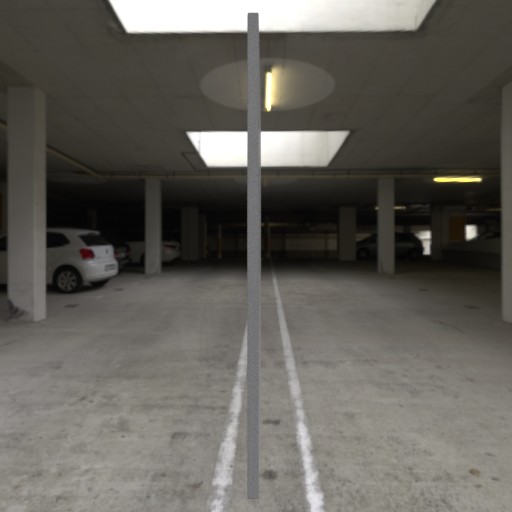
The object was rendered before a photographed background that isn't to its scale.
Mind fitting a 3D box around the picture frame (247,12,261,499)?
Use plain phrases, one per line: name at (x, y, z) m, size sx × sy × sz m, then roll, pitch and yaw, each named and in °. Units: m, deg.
picture frame at (0.000, 0.000, 0.675) m, size 0.012 × 0.534 × 0.381 m, roll 0°, pitch -1°, yaw 1°
